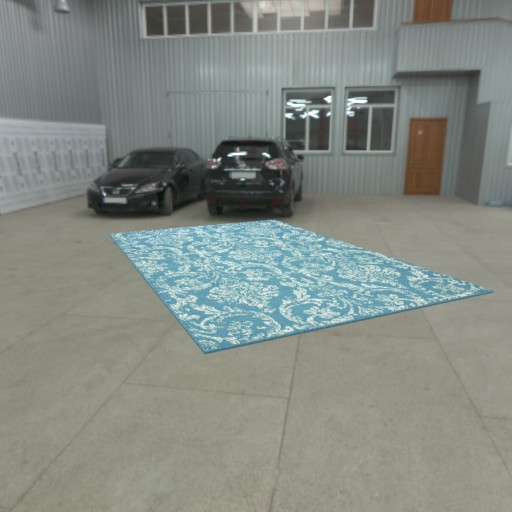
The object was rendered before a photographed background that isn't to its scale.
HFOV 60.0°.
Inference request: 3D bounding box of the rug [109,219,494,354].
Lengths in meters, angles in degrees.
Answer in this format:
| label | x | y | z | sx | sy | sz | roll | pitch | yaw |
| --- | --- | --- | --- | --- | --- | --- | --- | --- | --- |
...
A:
| label | x | y | z | sx | sy | sz | roll | pitch | yaw |
| --- | --- | --- | --- | --- | --- | --- | --- | --- | --- |
| rug | 0.000 | 0.000 | 3.443 | 1.816 | 0.018 | 2.746 | -7 | 16 | -25 |
